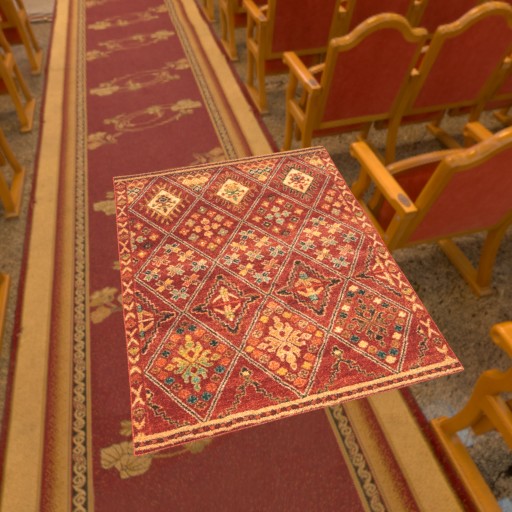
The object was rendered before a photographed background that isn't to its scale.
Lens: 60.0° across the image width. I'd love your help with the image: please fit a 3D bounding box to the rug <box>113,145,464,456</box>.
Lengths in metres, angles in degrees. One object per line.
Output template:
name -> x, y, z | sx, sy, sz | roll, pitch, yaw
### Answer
rug -> 0.000, 0.000, 4.162 | 2.489, 0.030, 3.086 | -11, 49, -10
